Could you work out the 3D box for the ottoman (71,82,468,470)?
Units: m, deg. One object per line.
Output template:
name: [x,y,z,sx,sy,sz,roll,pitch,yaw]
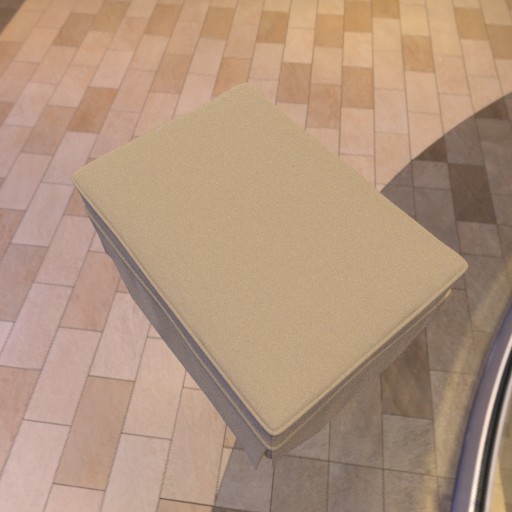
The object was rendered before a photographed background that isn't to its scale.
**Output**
ottoman: [0.000,0.000,1.325,0.703,0.479,0.944,-35,64,-19]
